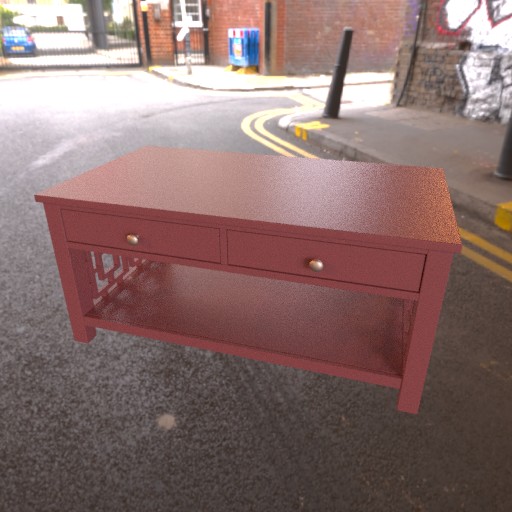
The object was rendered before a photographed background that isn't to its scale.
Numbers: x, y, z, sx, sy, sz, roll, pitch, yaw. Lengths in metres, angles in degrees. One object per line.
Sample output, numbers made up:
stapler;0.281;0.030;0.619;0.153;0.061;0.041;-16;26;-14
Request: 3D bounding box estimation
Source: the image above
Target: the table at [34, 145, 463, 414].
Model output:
table;0.000;0.000;1.411;1.068;0.493;0.612;8;28;15
